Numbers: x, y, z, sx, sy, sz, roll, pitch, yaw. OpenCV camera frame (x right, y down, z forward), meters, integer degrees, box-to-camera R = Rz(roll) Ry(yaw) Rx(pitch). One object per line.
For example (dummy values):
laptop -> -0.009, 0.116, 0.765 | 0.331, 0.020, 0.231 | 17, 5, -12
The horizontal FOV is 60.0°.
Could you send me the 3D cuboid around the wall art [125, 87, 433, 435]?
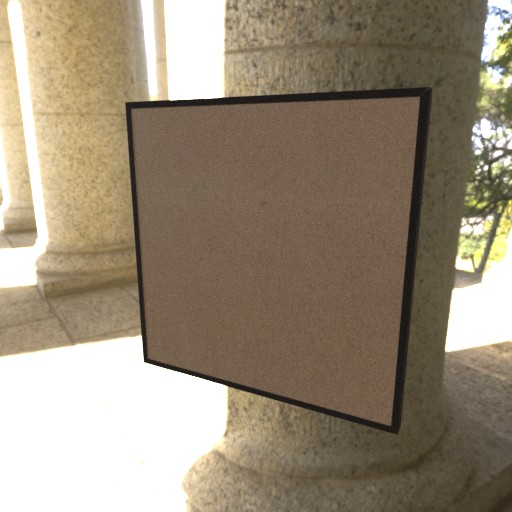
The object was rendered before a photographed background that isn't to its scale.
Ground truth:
wall art -> 0.000, 0.000, 1.121 | 0.762, 0.762, 0.038 | 7, 16, 26
